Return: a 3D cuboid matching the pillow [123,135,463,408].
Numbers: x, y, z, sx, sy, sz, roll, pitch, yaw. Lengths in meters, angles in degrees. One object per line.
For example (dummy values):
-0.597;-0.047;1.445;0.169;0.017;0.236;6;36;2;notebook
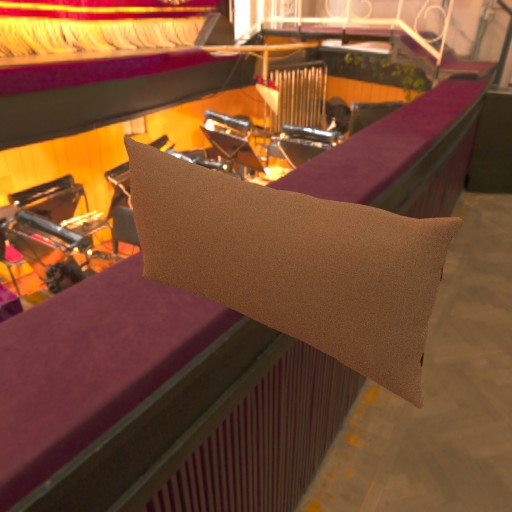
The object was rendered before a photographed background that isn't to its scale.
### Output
0.000;0.000;0.735;0.612;0.308;0.148;20;35;31;pillow
